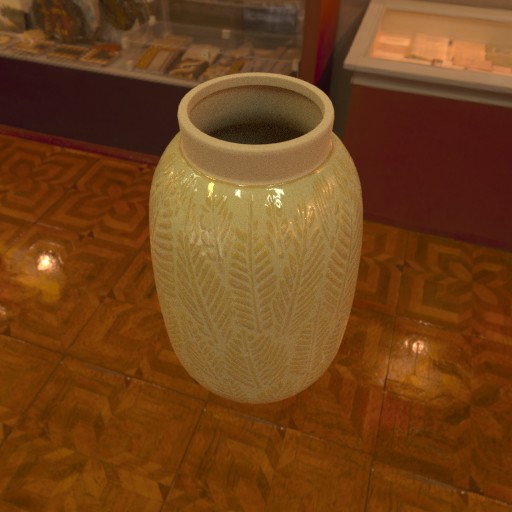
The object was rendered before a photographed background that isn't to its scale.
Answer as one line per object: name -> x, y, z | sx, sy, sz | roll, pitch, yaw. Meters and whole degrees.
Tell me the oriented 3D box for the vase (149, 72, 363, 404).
vase -> 0.000, 0.000, 0.372 | 0.172, 0.270, 0.172 | 0, 47, 0
